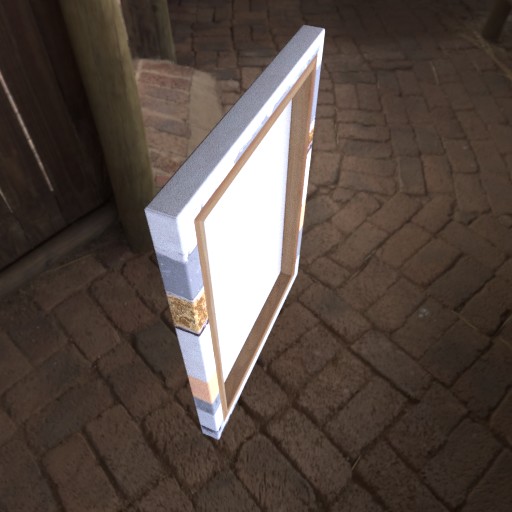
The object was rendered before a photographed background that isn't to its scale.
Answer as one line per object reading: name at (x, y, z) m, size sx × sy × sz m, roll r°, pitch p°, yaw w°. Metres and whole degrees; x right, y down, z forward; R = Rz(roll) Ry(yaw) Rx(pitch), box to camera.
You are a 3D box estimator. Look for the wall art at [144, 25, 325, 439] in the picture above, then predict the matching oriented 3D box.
wall art at (0.000, 0.000, 0.783) m, size 0.038 × 0.609 × 0.456 m, roll 18°, pitch 52°, yaw 15°
